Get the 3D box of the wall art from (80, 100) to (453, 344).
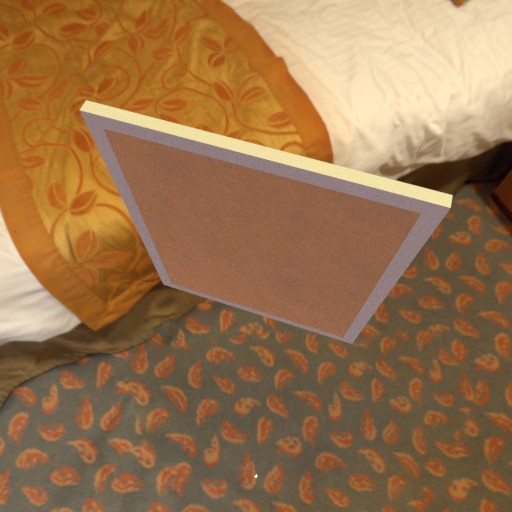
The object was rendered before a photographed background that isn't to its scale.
[{"bbox_3d":[0.000,0.000,1.121,0.661,0.811,0.026,17,65,8],"label":"wall art"}]
